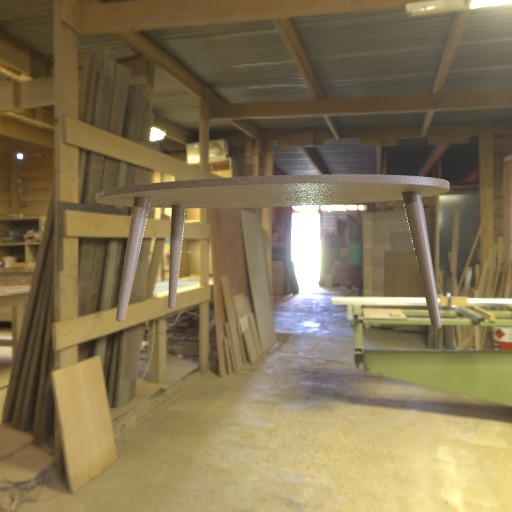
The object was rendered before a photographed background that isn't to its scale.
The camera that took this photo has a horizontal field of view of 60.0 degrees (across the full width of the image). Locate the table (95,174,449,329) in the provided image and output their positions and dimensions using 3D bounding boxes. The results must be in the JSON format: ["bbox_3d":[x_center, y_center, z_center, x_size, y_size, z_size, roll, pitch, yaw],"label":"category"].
[{"bbox_3d":[0.000,0.000,1.351,1.083,0.390,0.542,0,1,18],"label":"table"}]
